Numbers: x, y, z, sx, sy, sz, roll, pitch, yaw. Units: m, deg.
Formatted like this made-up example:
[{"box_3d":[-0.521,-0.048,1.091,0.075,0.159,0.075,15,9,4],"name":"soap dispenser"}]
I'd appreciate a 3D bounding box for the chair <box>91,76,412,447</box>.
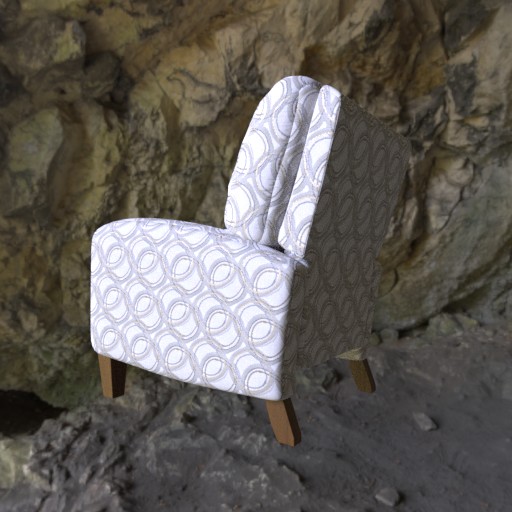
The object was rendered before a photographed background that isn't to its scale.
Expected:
[{"box_3d":[0.000,0.000,1.701,0.995,1.065,0.796,0,0,36],"name":"chair"}]
